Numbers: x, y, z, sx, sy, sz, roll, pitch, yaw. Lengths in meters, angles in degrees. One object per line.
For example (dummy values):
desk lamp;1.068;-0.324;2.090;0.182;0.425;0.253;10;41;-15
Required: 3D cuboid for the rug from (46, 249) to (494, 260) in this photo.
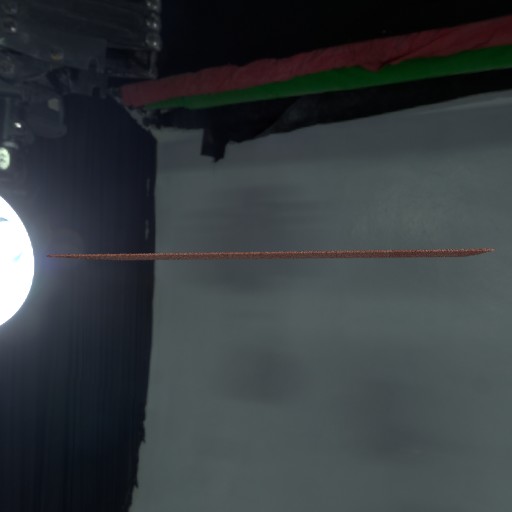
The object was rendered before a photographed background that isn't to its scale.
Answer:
rug;0.000;0.000;2.524;2.307;0.012;0.687;-1;-2;17
